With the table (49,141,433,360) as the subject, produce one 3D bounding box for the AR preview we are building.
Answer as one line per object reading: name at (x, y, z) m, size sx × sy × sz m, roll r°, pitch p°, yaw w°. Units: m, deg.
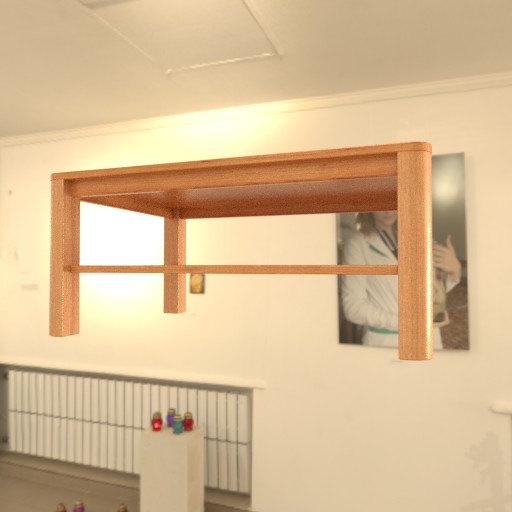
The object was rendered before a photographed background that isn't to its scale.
table at (0.000, 0.000, 1.378) m, size 0.997 × 0.445 × 0.696 m, roll 0°, pitch -1°, yaw 19°
